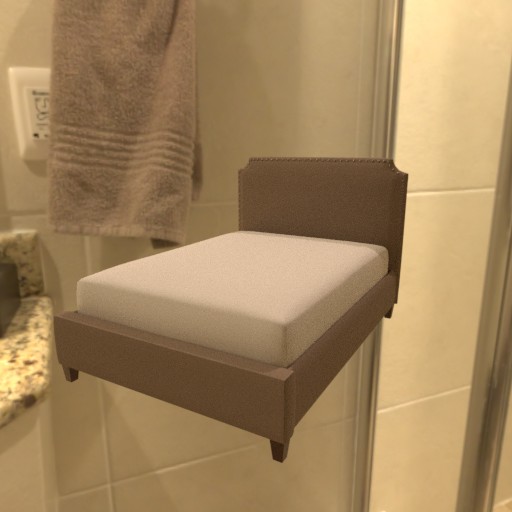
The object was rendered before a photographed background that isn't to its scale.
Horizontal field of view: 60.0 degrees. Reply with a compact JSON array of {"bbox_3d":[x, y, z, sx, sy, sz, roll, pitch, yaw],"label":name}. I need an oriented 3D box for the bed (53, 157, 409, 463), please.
[{"bbox_3d":[0.000,0.000,3.393,1.713,1.443,2.372,8,16,29],"label":"bed"}]
